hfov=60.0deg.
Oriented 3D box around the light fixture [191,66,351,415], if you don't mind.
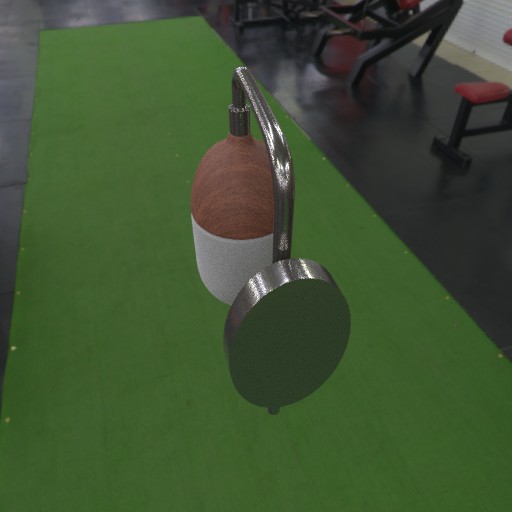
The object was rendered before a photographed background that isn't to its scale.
[{"bbox_3d":[0.000,0.000,0.442,0.108,0.343,0.216,-11,43,-12],"label":"light fixture"}]
